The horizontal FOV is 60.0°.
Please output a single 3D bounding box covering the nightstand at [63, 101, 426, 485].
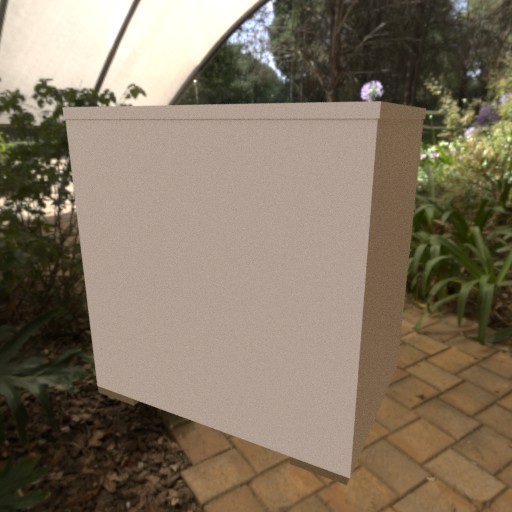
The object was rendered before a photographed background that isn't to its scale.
[{"bbox_3d":[0.000,0.000,0.727,0.441,0.460,0.325,9,19,26],"label":"nightstand"}]
